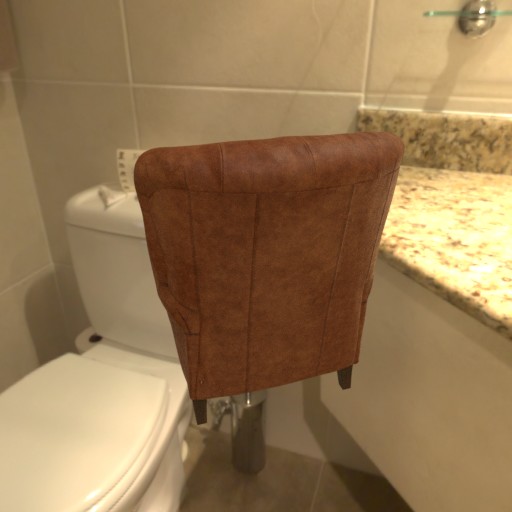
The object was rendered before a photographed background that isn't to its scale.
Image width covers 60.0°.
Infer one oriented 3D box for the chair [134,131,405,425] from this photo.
[{"bbox_3d":[0.000,0.000,1.910,0.951,1.164,1.059,-8,28,-16],"label":"chair"}]
